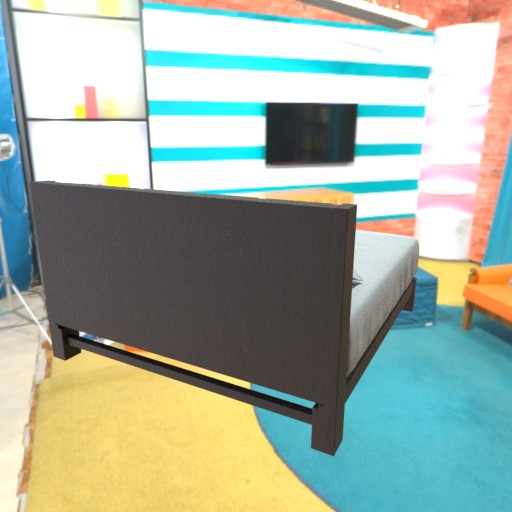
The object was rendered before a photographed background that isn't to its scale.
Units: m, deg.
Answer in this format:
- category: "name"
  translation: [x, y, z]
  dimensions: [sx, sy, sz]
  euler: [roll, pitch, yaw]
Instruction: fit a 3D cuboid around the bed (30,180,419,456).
- category: "bed"
  translation: [0.000, 0.000, 3.503]
  dimensions: [2.143, 1.261, 2.238]
  euler: [9, 18, 28]
